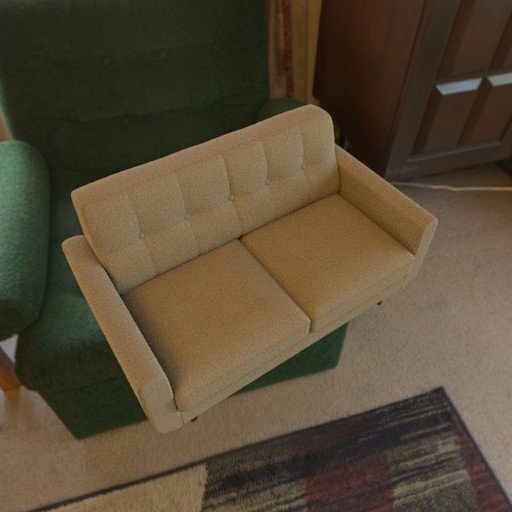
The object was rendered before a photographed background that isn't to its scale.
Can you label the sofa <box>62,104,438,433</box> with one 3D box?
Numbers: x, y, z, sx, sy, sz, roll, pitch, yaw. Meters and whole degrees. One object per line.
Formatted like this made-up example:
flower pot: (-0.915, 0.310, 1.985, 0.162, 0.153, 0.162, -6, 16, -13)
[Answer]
sofa: (0.000, 0.000, 2.303, 1.651, 0.925, 0.952, -27, 53, -22)
